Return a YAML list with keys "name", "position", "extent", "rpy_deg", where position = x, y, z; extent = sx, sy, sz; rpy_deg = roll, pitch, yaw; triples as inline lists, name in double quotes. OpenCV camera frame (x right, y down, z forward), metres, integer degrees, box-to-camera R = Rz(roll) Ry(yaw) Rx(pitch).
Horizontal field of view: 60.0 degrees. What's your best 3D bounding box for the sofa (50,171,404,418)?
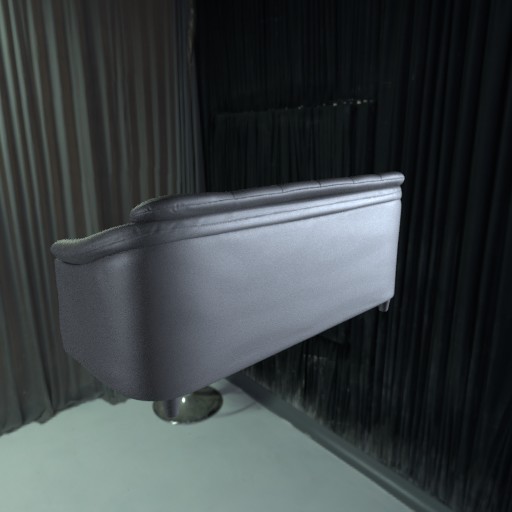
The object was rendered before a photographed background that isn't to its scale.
- name: "sofa"
  position: [0.000, 0.000, 2.237]
  extent: [1.829, 0.811, 0.800]
  rpy_deg: [-14, 21, -42]
